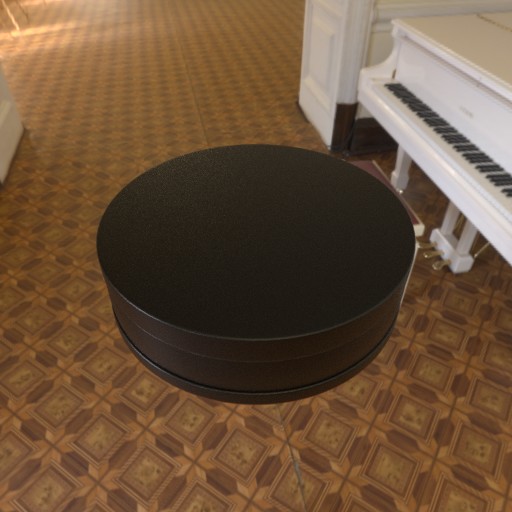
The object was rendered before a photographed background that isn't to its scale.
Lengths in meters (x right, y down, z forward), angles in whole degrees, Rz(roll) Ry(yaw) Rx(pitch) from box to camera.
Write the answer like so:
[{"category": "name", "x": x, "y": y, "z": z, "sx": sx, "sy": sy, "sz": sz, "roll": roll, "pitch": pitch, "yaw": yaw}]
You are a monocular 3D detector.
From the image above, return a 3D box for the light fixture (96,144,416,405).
[{"category": "light fixture", "x": 0.000, "y": 0.000, "z": 0.433, "sx": 0.283, "sy": 0.097, "sz": 0.283, "roll": 0, "pitch": 41, "yaw": 0}]
